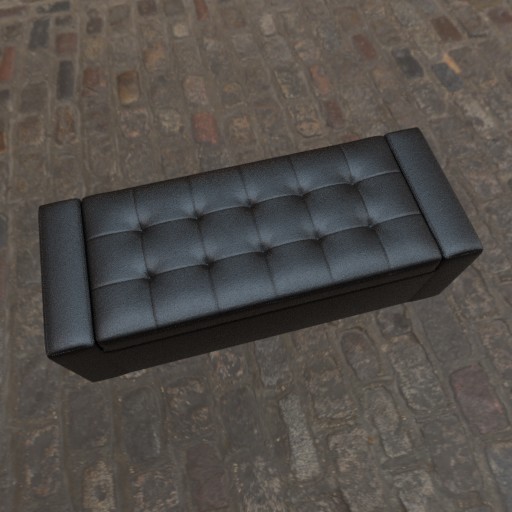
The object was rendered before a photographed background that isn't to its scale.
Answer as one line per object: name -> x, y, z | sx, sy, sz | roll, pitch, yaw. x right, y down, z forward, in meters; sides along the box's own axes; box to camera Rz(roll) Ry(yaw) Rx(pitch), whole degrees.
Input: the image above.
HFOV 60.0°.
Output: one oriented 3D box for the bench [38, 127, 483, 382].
bench -> 0.000, 0.000, 1.542 | 1.296, 0.445, 0.508 | -13, 65, -6
